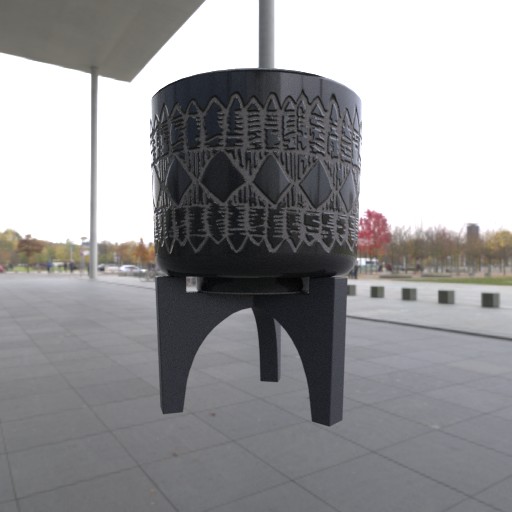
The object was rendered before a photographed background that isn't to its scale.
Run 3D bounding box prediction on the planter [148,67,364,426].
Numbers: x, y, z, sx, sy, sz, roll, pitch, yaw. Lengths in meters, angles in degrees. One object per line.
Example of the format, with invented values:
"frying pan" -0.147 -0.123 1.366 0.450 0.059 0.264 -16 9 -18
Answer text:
"planter" 0.000 0.000 0.272 0.129 0.177 0.129 0 -1 0
